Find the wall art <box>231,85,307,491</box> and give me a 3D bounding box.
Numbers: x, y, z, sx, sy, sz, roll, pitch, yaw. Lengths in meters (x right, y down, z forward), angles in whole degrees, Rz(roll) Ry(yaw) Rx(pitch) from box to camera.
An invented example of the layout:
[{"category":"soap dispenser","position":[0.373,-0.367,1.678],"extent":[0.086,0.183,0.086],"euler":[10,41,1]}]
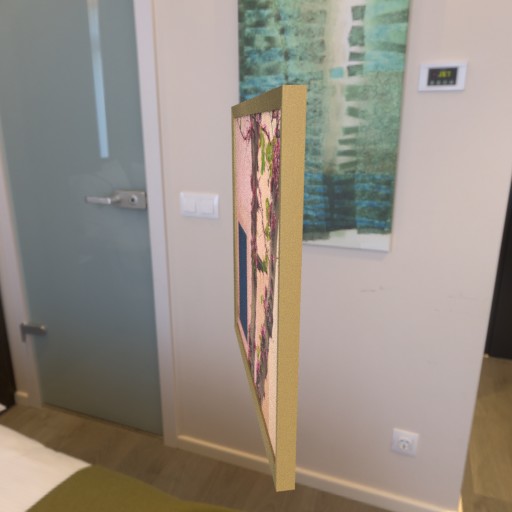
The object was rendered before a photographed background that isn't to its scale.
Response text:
[{"category":"wall art","position":[0.000,0.000,1.145],"extent":[0.038,0.762,0.762],"euler":[-3,16,-9]}]
